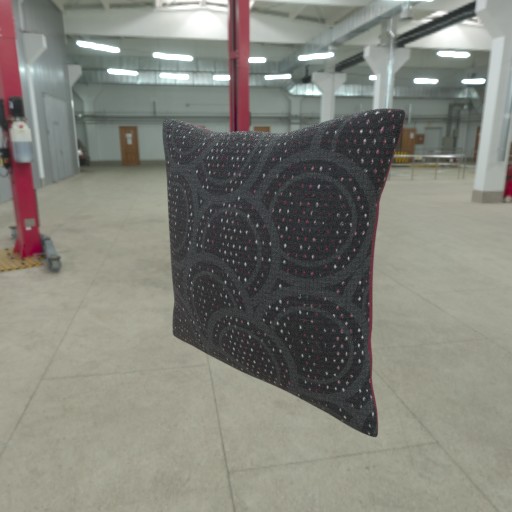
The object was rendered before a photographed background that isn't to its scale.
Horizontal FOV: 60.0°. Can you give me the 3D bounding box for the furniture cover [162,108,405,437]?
[{"bbox_3d":[0.000,0.000,0.838,0.552,0.509,0.193,14,20,42],"label":"furniture cover"}]
